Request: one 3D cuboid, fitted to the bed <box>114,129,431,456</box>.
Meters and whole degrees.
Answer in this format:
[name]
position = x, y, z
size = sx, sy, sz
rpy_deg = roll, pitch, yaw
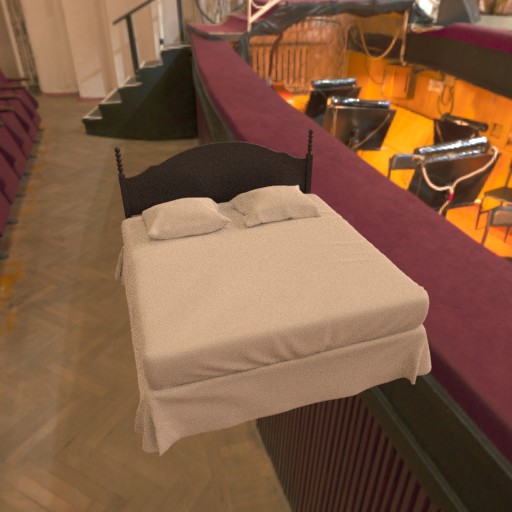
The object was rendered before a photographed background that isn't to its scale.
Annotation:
[bed]
position = 0.000, 0.000, 3.617
size = 2.322, 1.355, 2.219
rpy_deg = -10, 32, -15
